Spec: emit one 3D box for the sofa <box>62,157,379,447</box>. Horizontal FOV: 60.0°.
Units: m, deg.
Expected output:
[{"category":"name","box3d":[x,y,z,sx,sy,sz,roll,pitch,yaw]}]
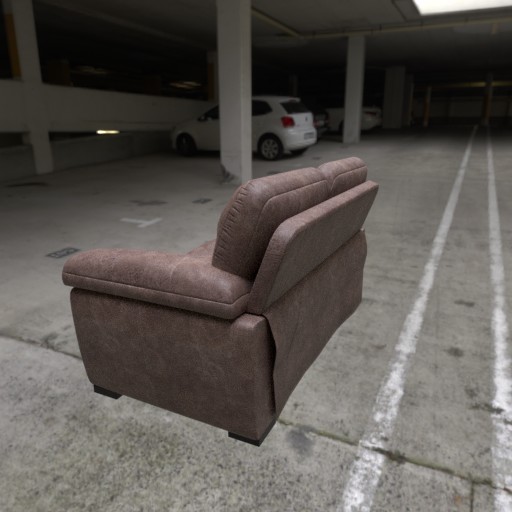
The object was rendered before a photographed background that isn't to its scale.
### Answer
[{"category":"sofa","box3d":[0.000,0.000,2.399,0.991,0.991,1.753,8,18,25]}]
